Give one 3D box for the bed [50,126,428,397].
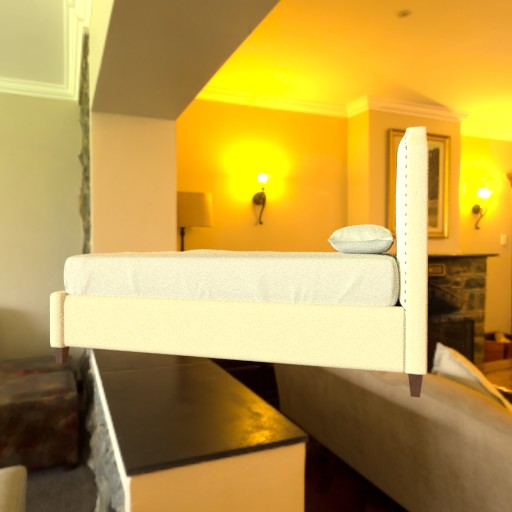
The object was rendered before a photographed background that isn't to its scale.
[{"bbox_3d":[0.000,0.000,3.373,2.329,1.415,1.703,0,1,17],"label":"bed"}]
